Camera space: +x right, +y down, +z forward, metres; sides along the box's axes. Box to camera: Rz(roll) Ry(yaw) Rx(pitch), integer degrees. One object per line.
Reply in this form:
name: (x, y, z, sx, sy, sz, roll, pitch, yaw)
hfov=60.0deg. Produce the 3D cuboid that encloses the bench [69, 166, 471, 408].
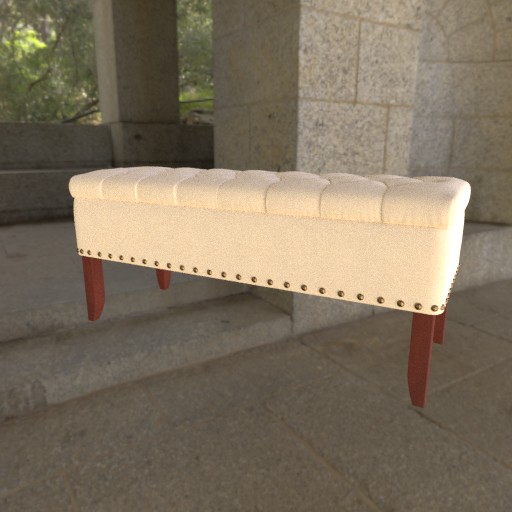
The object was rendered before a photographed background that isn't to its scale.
bench: (0.000, 0.000, 1.269, 1.054, 0.470, 0.400, 8, 16, 27)
